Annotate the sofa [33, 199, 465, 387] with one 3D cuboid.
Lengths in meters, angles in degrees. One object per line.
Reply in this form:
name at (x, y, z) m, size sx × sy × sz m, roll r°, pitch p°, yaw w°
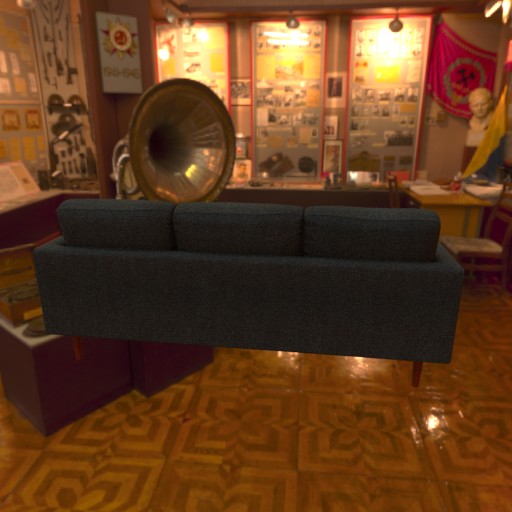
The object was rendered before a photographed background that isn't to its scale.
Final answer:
sofa at (0.000, 0.000, 3.000) m, size 2.233 × 0.956 × 1.504 m, roll 3°, pitch 18°, yaw 8°
